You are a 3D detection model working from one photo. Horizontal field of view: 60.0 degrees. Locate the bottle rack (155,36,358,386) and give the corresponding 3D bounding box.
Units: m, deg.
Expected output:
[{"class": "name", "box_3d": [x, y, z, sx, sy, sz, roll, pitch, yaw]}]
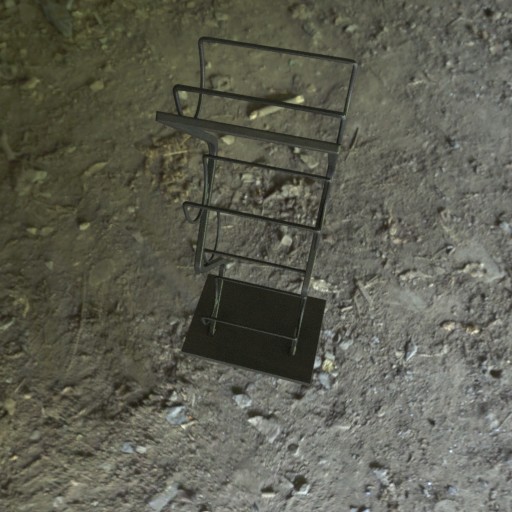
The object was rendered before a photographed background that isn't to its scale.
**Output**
[{"class": "bottle rack", "box_3d": [0.000, 0.000, 0.655, 0.254, 0.559, 0.178, 12, 59, 7]}]
